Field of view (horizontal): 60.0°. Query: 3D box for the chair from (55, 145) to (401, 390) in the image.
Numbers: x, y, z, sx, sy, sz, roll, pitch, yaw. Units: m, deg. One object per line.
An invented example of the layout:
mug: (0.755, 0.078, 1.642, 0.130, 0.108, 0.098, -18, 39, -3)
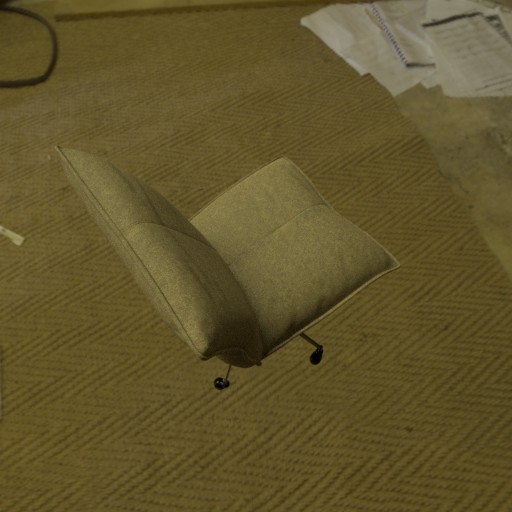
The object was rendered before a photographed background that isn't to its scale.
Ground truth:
chair: (0.000, 0.000, 1.294, 0.696, 0.811, 0.597, -32, 64, -18)
